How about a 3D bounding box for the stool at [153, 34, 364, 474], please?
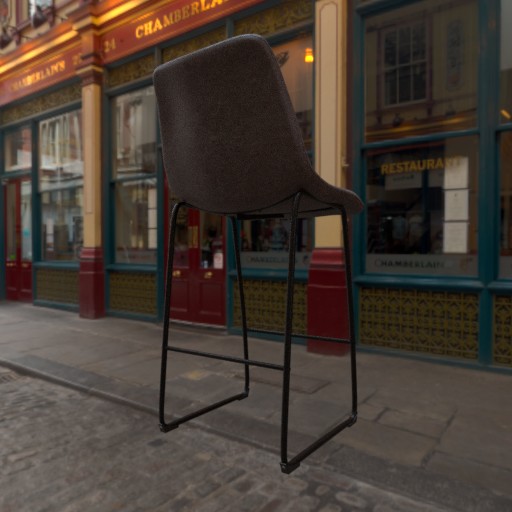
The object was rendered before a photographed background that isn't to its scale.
[{"bbox_3d":[0.000,0.000,1.376,0.514,1.082,0.561,0,0,36],"label":"stool"}]
